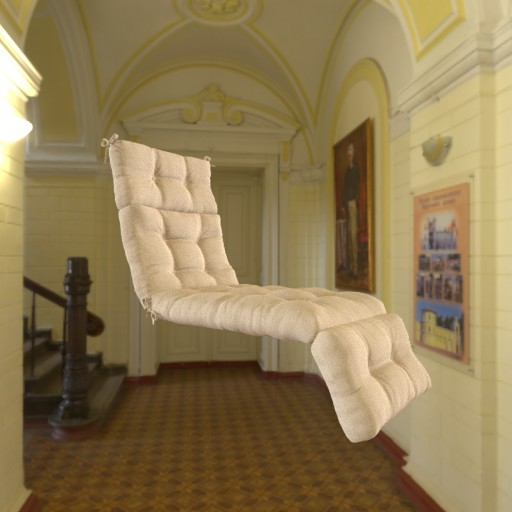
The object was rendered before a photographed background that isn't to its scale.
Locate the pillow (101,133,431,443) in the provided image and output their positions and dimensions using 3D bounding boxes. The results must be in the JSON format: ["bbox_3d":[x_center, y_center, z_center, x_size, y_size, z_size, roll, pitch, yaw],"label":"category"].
[{"bbox_3d":[0.000,0.000,1.478,1.016,0.863,0.526,0,0,37],"label":"pillow"}]
